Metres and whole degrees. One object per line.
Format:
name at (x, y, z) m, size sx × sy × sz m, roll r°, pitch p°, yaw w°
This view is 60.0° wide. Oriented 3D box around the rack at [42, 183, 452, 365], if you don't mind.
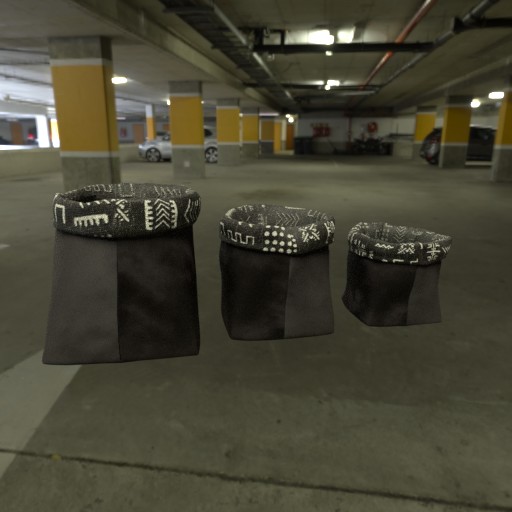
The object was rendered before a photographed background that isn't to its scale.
rack at (0.000, 0.000, 1.047) m, size 0.905 × 0.323 × 0.379 m, roll -3°, pitch 15°, yaw -9°
